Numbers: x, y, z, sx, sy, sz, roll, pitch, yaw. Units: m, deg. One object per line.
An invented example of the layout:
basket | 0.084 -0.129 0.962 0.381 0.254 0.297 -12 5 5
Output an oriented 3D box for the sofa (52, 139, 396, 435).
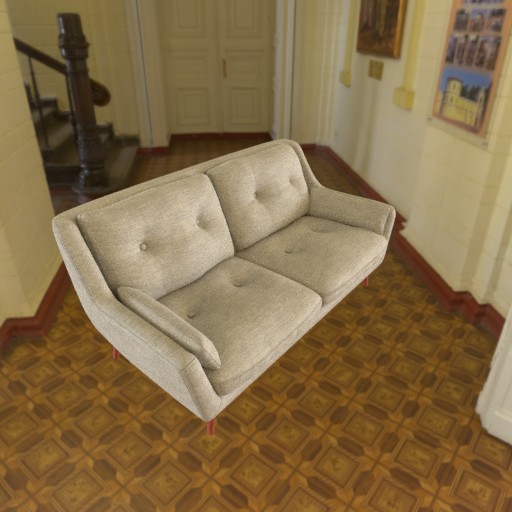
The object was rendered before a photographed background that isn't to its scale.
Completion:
sofa | 0.000 0.000 2.529 0.976 0.897 1.930 21 35 33
